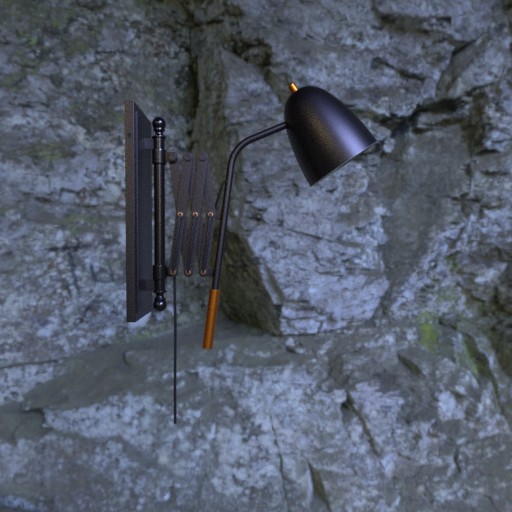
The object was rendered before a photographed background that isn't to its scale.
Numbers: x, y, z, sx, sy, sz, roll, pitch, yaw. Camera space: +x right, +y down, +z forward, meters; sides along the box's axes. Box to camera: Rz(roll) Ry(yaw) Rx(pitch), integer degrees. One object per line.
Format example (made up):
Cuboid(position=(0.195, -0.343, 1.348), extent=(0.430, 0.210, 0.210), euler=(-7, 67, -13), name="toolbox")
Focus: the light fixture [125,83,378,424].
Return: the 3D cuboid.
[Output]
Cuboid(position=(0.000, 0.000, 0.926), extent=(0.499, 0.715, 0.162), euler=(0, 1, -1), name="light fixture")
